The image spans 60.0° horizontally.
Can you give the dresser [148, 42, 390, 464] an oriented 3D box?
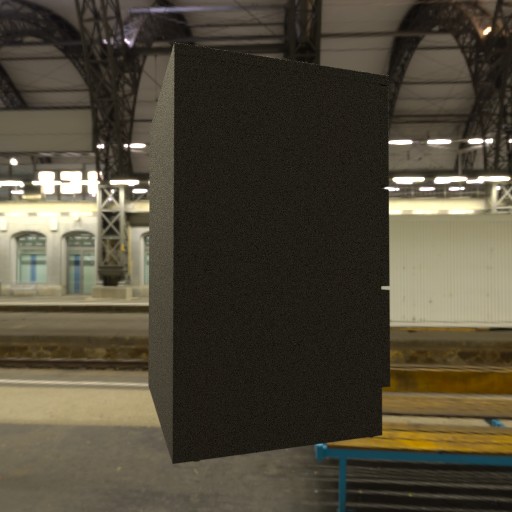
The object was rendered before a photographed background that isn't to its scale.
[{"bbox_3d":[0.000,0.000,0.832,0.360,0.560,0.400,0,-1,-18],"label":"dresser"}]
